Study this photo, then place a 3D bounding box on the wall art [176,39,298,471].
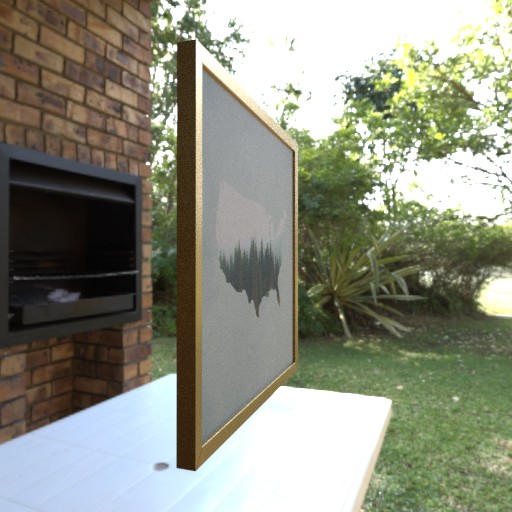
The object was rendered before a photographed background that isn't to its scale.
[{"bbox_3d":[0.000,0.000,1.147,0.038,0.762,0.762,0,0,19],"label":"wall art"}]
